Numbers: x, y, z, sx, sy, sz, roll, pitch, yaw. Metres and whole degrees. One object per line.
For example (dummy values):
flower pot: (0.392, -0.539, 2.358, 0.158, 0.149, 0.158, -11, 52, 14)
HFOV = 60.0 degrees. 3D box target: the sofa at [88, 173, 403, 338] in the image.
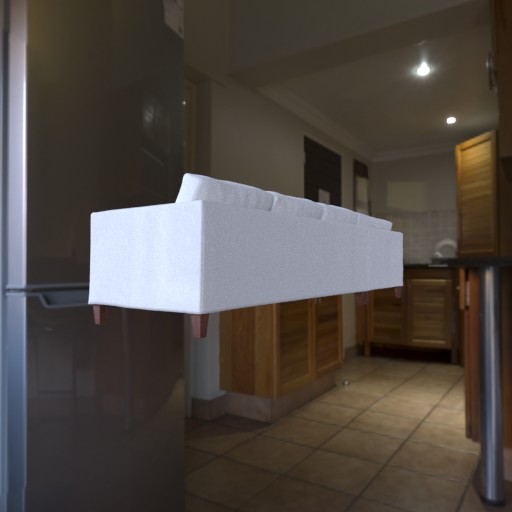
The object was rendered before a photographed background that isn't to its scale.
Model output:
sofa: (0.000, 0.000, 3.917, 1.625, 0.861, 3.186, -1, -1, 36)
